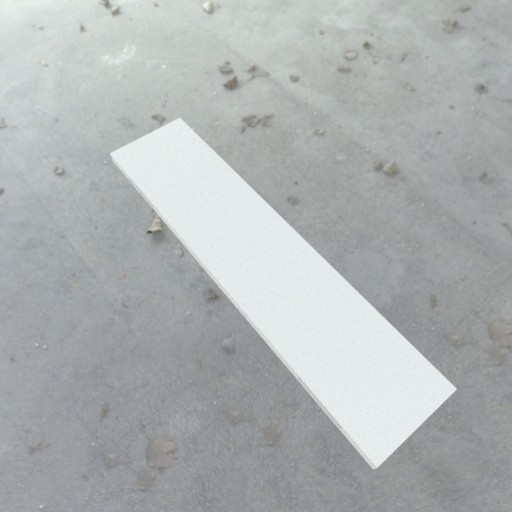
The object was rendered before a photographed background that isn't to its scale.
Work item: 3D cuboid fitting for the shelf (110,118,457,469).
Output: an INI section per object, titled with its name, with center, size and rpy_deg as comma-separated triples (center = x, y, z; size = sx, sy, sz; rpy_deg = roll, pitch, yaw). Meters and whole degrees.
[shelf]
center = 0.000, 0.000, 0.648
size = 0.140, 0.020, 0.610
rpy_deg = -34, 64, -19
